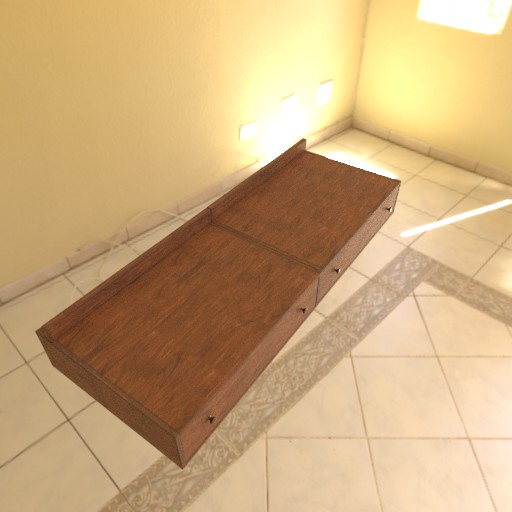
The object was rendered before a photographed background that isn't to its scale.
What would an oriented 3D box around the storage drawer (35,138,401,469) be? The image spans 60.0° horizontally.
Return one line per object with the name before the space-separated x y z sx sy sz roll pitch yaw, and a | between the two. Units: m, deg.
storage drawer | 0.000 0.000 2.224 0.774 0.339 1.914 25 47 26
